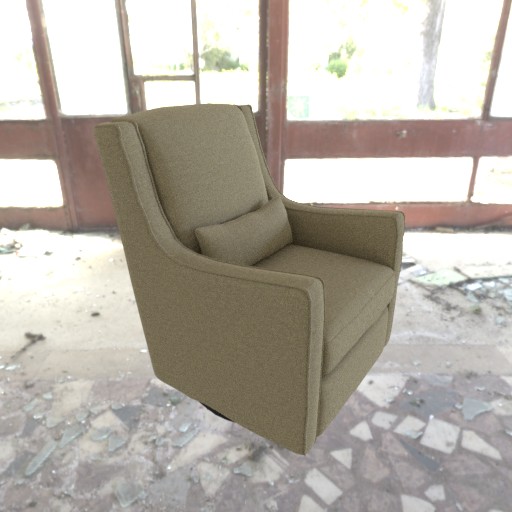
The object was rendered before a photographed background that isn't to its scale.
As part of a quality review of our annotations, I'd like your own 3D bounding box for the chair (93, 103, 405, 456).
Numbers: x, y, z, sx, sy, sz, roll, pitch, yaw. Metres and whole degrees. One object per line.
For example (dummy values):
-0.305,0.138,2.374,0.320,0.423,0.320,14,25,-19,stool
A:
0.000,0.000,1.601,0.879,0.993,0.732,16,29,31,chair
